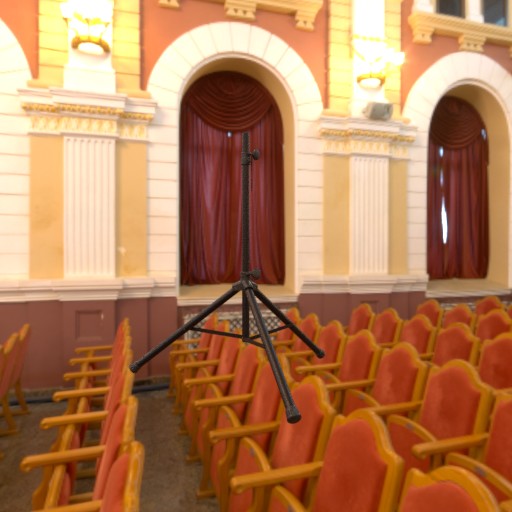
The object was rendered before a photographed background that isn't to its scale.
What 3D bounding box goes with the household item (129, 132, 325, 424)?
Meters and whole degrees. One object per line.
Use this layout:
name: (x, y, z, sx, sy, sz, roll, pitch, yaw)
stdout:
household item: (0.000, 0.000, 1.907, 1.045, 1.136, 0.907, 0, 0, -16)
